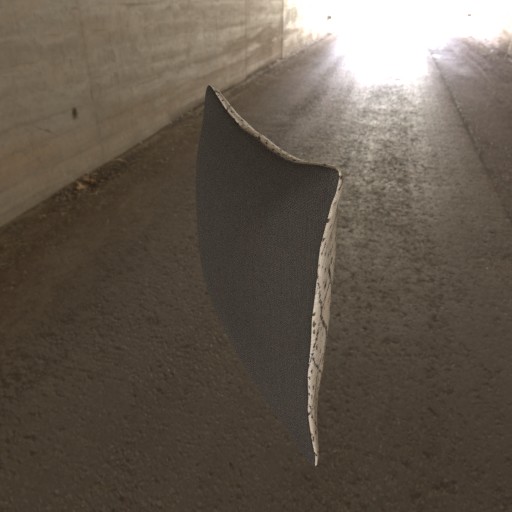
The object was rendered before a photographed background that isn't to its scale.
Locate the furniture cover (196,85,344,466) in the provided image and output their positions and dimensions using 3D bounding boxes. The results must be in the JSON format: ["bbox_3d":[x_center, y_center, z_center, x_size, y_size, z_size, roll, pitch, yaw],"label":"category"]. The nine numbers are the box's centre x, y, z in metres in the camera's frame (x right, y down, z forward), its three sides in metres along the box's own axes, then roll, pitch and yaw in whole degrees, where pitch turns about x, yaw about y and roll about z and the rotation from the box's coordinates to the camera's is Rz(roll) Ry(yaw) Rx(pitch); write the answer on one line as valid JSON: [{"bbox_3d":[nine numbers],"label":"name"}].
[{"bbox_3d":[0.000,0.000,0.788,0.180,0.498,0.525,-11,32,-17],"label":"furniture cover"}]
